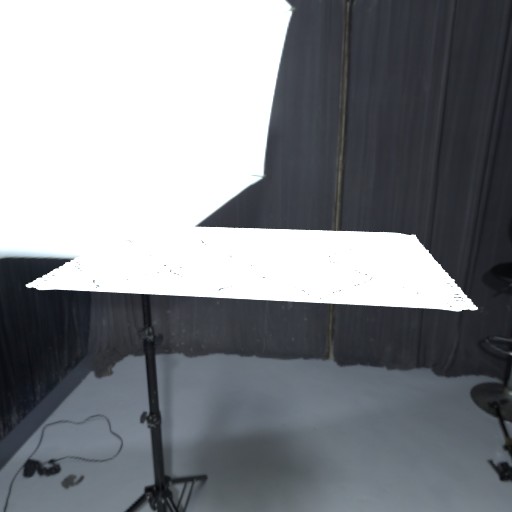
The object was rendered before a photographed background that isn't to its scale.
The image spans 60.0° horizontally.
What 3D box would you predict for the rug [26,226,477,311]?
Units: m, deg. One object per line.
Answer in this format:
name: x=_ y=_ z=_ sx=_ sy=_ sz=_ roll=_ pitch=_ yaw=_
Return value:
rug: x=0.000 y=0.000 z=2.900 sx=2.307 sy=0.031 sz=1.494 roll=2 pitch=16 yaw=7
